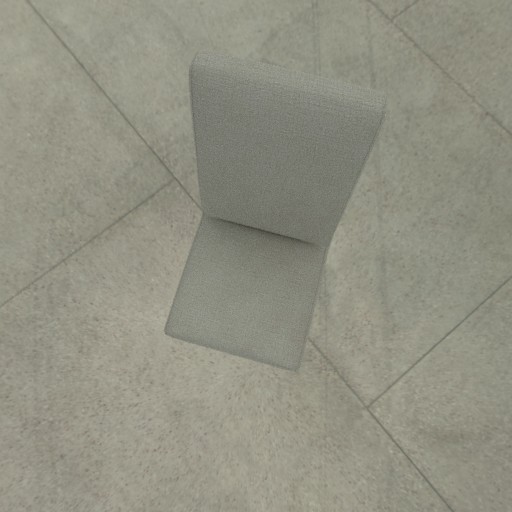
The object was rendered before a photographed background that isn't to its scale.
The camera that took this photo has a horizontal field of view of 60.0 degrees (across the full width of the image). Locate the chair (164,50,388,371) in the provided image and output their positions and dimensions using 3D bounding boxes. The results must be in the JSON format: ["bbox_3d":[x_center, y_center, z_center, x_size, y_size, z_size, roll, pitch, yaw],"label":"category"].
[{"bbox_3d":[0.000,0.000,1.373,0.450,1.033,0.611,15,76,4],"label":"chair"}]
